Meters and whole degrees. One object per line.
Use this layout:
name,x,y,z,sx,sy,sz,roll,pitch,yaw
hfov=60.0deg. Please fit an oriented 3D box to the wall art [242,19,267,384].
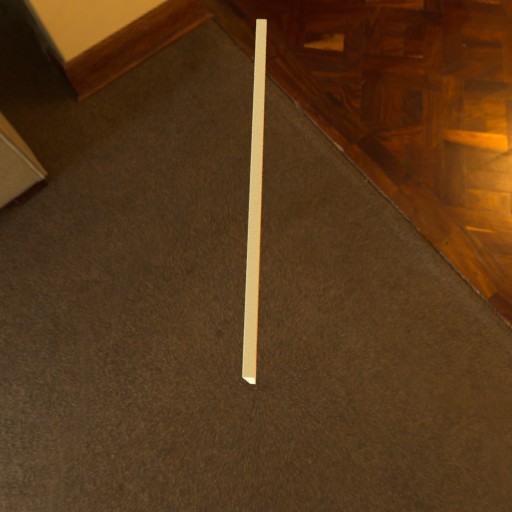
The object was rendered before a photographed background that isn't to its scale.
wall art,0.000,0.000,0.833,0.013,0.656,0.456,2,73,1
